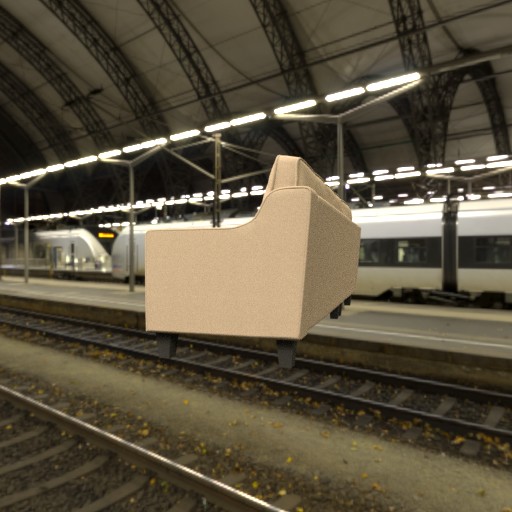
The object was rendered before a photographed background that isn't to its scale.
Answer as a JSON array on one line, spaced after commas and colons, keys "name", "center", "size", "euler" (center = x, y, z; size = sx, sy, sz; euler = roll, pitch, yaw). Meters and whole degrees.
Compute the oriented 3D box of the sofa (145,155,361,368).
[{"name": "sofa", "center": [0.000, 0.000, 3.176], "size": [1.294, 0.928, 2.561], "euler": [0, 0, 18]}]
